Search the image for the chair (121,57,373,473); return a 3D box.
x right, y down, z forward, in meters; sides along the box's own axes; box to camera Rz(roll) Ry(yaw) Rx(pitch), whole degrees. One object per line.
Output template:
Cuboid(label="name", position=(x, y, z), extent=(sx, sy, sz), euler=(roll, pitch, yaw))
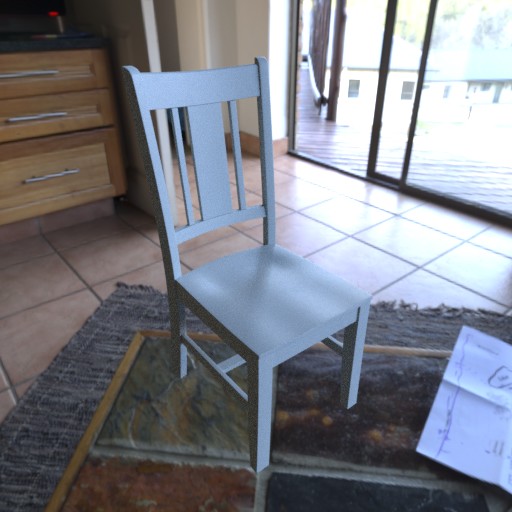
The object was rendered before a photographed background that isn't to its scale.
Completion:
Cuboid(label="chair", position=(0.000, 0.000, 1.277), extent=(0.450, 0.998, 0.555), euler=(-20, 35, -32))
